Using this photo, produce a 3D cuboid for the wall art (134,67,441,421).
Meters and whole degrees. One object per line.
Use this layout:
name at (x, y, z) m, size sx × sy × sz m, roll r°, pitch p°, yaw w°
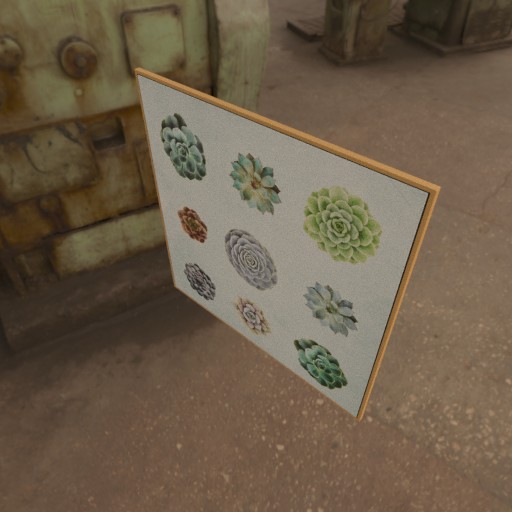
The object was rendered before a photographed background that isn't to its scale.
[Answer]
wall art at (0.000, 0.000, 0.981) m, size 0.657 × 0.655 × 0.014 m, roll 31°, pitch 51°, yaw 29°
